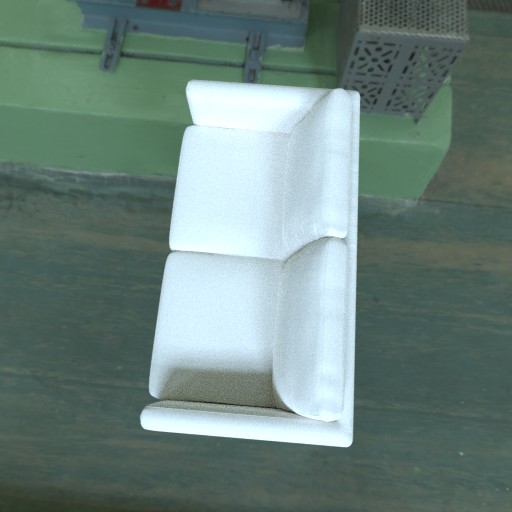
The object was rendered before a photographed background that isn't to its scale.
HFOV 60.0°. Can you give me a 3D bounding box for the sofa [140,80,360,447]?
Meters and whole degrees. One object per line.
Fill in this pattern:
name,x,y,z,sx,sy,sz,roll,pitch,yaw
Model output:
sofa,0.000,0.000,2.300,0.940,0.893,1.713,4,74,1
